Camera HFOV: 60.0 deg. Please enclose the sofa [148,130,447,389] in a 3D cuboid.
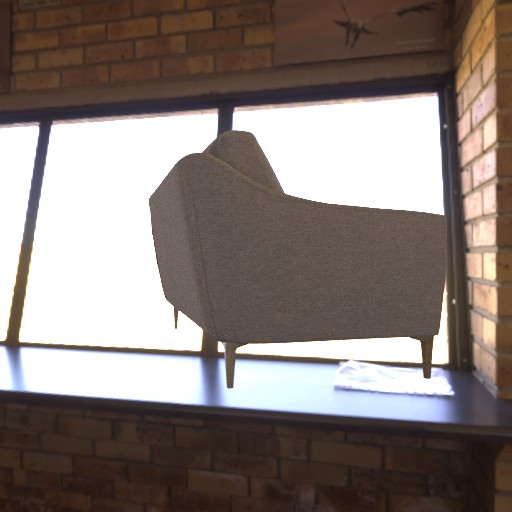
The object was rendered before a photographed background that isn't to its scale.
[{"bbox_3d":[0.000,0.000,2.219,0.960,0.904,1.619,0,0,-19],"label":"sofa"}]
